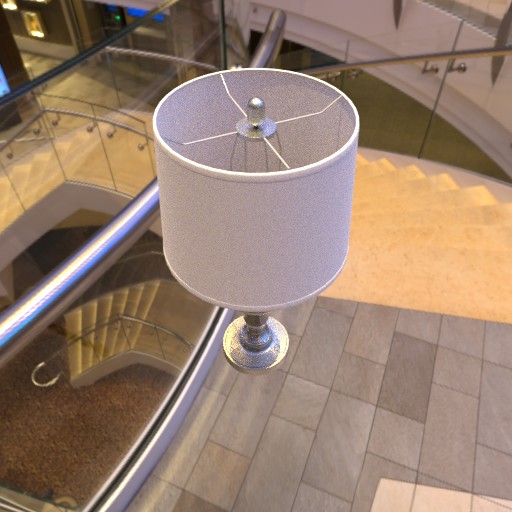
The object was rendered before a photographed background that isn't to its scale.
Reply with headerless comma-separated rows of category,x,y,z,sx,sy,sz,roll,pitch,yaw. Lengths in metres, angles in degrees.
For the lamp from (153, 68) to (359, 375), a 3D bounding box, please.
lamp,0.000,0.000,0.969,0.383,0.733,0.383,0,47,0
